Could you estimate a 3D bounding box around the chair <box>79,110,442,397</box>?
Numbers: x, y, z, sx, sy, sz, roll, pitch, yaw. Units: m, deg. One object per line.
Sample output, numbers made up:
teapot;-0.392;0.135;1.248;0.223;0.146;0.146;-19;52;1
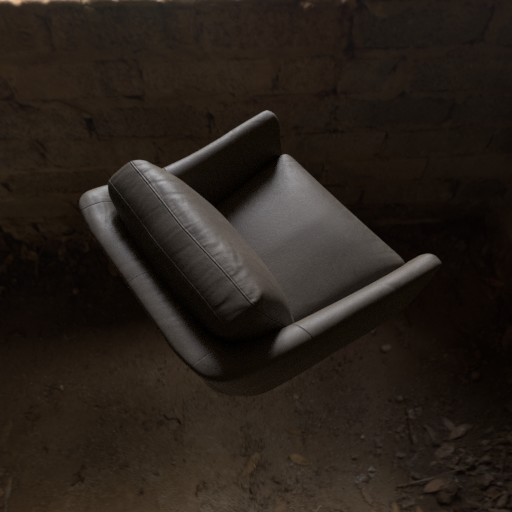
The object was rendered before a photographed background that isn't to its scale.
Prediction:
chair;0.000;0.000;1.735;0.961;0.901;0.988;-34;65;-18
